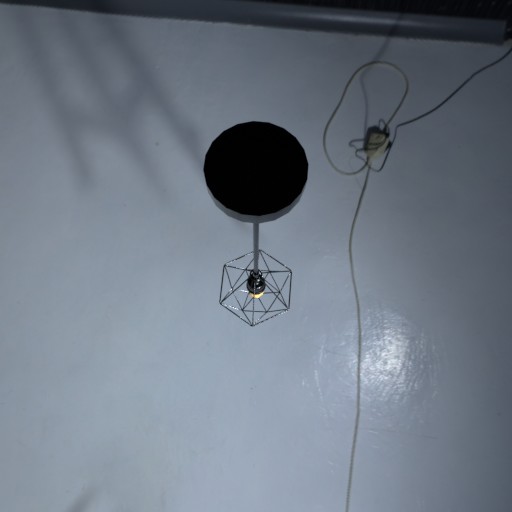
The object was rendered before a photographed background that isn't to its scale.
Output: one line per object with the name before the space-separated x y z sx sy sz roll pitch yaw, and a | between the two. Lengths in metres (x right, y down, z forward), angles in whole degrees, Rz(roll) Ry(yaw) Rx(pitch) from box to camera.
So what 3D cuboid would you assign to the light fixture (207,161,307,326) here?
light fixture | 0.000 0.000 2.085 0.431 1.764 0.487 5 74 1
